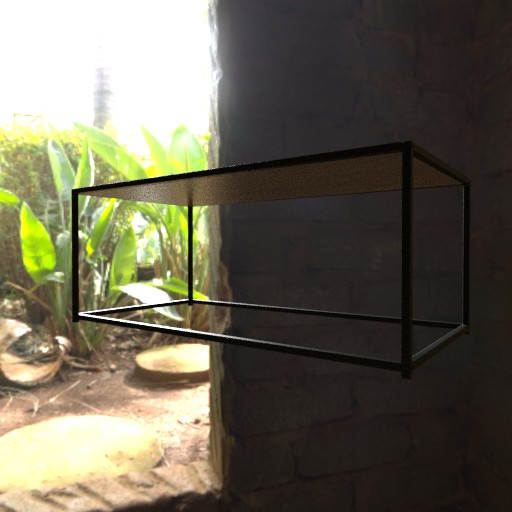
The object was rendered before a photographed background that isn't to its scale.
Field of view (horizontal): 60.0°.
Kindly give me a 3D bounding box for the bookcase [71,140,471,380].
[{"bbox_3d":[0.000,0.000,1.232,1.000,0.400,0.500,1,1,36],"label":"bookcase"}]
